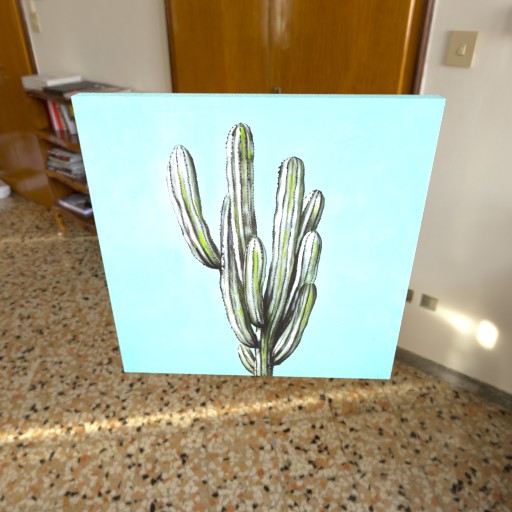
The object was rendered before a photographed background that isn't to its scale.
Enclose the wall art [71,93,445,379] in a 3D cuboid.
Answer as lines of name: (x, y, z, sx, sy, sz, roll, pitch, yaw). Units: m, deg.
wall art: (0.000, 0.000, 0.874, 0.603, 0.603, 0.036, 1, 29, 2)
